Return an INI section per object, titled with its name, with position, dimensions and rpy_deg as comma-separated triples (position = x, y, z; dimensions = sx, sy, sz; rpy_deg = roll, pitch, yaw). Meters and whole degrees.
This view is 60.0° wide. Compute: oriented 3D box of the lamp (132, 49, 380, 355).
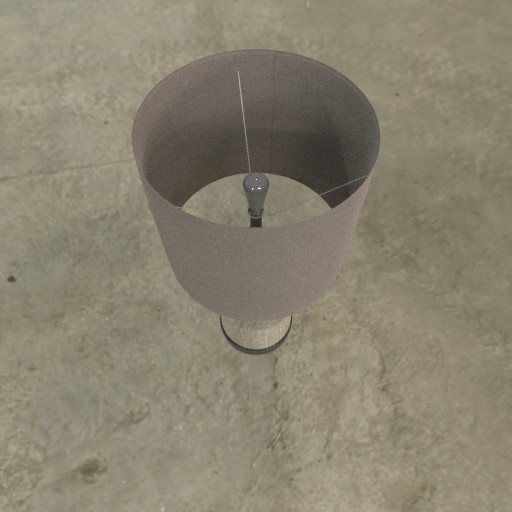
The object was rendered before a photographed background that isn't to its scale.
[lamp]
position = 0.000, 0.000, 0.610
dimensions = 0.229, 0.470, 0.229
rpy_deg = 17, 61, 10
